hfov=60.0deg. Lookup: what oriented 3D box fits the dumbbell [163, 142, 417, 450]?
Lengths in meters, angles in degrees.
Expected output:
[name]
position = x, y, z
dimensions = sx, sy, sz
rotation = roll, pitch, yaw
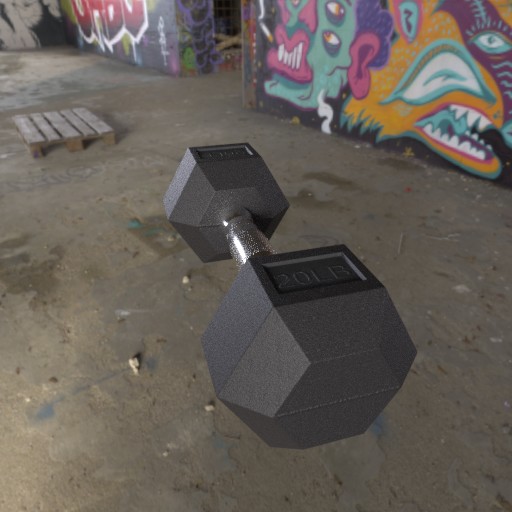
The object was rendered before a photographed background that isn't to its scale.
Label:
[dumbbell]
position = 0.000, 0.000, 0.343
dimensions = 0.116, 0.101, 0.297
rotation = -8, 32, -14
